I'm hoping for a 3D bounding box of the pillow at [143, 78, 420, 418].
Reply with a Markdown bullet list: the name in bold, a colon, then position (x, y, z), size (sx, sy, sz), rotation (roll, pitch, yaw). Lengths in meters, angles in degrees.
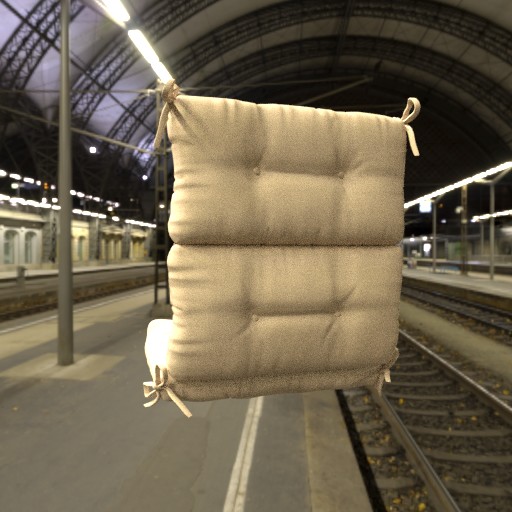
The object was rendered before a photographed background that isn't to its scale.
- **pillow**: position (0.000, 0.000, 1.027), size (0.519, 0.605, 0.571), rotation (0, 1, -17)
